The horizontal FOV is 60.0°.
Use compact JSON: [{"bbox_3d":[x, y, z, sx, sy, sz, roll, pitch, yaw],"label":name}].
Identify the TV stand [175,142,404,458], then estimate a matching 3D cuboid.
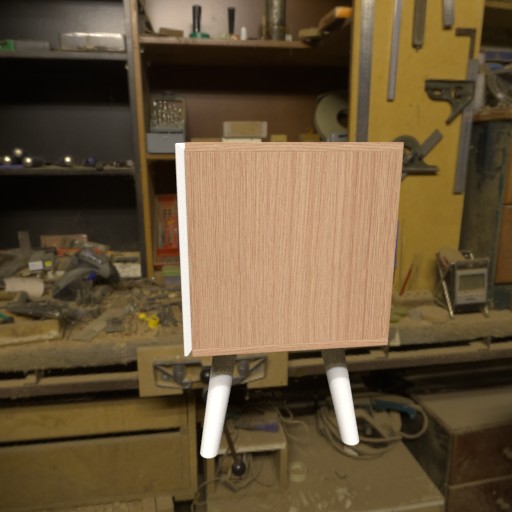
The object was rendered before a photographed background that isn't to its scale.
[{"bbox_3d":[0.000,0.000,1.329,0.407,0.660,0.991,-2,15,-7],"label":"TV stand"}]
